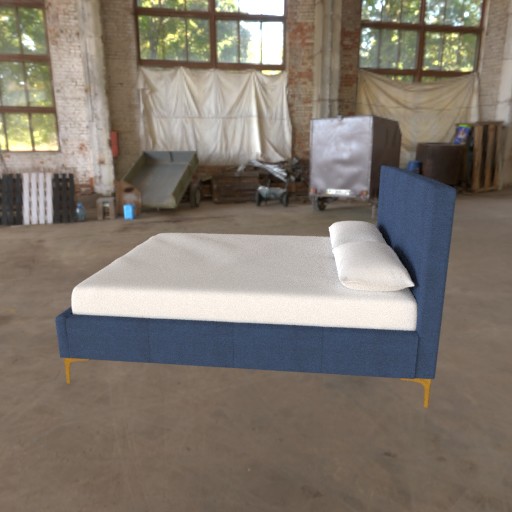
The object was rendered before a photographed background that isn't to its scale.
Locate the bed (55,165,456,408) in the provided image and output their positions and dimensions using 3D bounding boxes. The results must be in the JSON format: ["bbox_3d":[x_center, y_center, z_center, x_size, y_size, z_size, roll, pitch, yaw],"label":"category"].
[{"bbox_3d":[0.000,0.000,3.235,2.172,1.231,1.723,2,15,7],"label":"bed"}]
